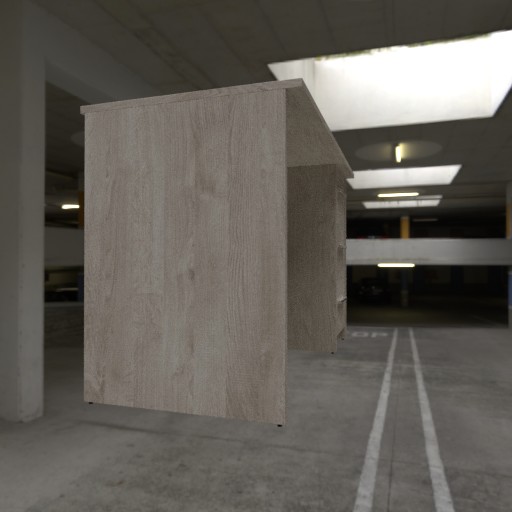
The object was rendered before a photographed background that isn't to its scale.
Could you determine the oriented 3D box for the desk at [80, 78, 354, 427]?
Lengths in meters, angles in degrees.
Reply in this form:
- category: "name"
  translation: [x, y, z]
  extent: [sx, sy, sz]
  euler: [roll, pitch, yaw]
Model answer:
- category: "desk"
  translation: [0.000, 0.000, 1.531]
  extent: [0.560, 0.735, 1.097]
  euler: [0, -1, 18]
